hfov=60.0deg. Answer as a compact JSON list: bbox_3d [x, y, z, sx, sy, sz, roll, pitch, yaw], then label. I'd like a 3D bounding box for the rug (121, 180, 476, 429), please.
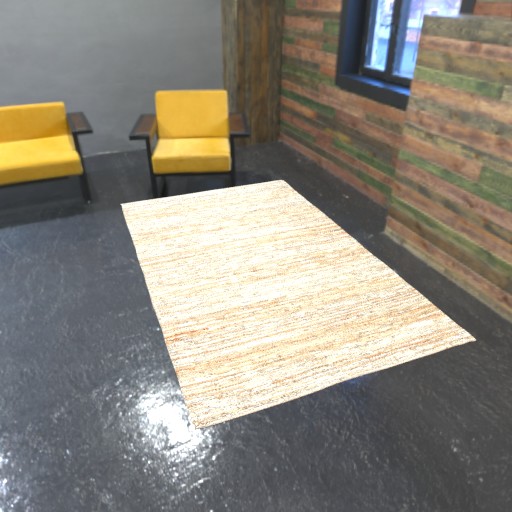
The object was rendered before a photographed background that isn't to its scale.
[{"bbox_3d":[0.000,0.000,3.057,1.529,0.009,2.446,-12,33,-18],"label":"rug"}]
